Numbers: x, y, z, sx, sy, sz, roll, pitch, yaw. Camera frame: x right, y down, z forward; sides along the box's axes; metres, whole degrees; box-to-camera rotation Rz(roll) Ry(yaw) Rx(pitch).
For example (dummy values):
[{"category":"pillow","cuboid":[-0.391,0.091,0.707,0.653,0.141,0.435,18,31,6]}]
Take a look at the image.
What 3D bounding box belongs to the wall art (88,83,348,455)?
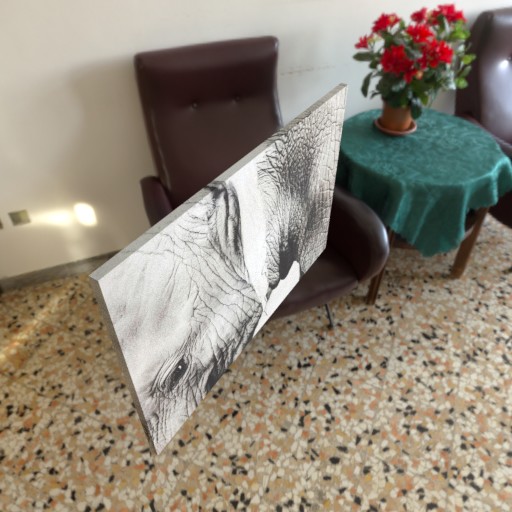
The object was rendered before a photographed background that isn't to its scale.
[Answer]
[{"category":"wall art","cuboid":[0.000,0.000,1.163,0.023,0.607,0.914,24,47,24]}]
